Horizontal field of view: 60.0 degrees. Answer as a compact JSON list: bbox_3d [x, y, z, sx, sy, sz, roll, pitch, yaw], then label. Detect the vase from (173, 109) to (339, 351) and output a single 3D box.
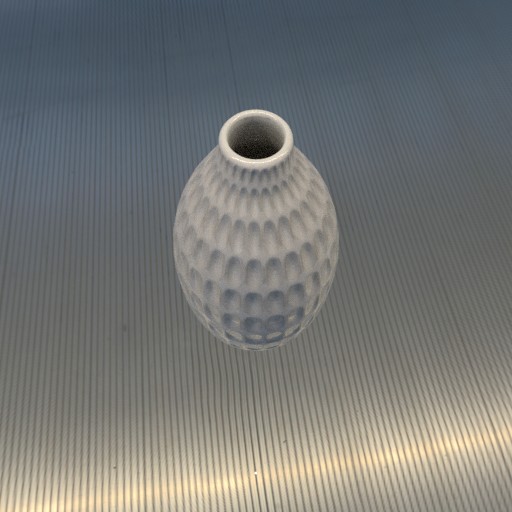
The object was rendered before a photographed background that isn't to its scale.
[{"bbox_3d":[0.000,0.000,0.354,0.127,0.282,0.127,0,64,0],"label":"vase"}]
